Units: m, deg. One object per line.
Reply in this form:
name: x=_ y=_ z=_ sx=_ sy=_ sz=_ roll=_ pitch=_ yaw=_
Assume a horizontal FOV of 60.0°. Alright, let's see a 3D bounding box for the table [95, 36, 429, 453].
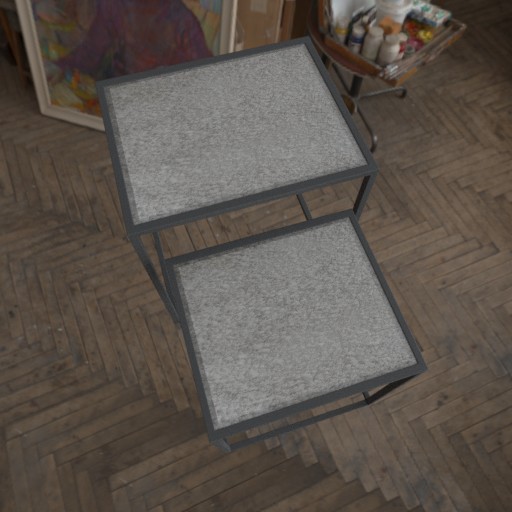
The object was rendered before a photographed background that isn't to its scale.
table: x=0.000 y=0.000 z=1.099 sx=0.508 sy=0.540 sz=0.788 roll=-16 pitch=65 yaw=-8
